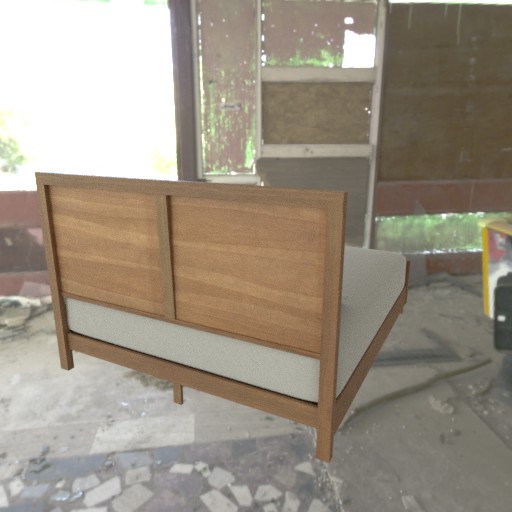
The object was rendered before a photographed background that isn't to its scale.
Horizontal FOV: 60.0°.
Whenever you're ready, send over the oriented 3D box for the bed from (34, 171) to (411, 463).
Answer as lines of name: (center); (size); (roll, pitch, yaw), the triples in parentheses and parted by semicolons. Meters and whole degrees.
bed: (0.000, 0.000, 3.461); (2.003, 1.387, 2.184); (8, 18, 27)
